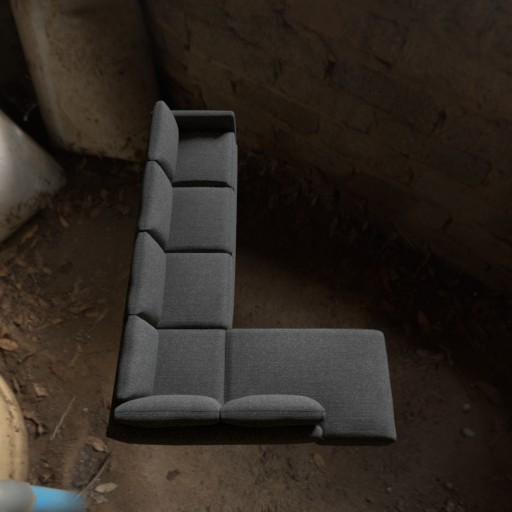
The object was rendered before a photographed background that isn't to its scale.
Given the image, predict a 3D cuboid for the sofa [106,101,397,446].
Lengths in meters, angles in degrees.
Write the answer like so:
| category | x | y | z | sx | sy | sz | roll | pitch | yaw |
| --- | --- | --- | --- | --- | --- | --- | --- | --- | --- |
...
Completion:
| category | x | y | z | sx | sy | sz | roll | pitch | yaw |
| --- | --- | --- | --- | --- | --- | --- | --- | --- | --- |
| sofa | 0.000 | 0.000 | 3.753 | 2.007 | 0.815 | 2.949 | 0 | 64 | 0 |
